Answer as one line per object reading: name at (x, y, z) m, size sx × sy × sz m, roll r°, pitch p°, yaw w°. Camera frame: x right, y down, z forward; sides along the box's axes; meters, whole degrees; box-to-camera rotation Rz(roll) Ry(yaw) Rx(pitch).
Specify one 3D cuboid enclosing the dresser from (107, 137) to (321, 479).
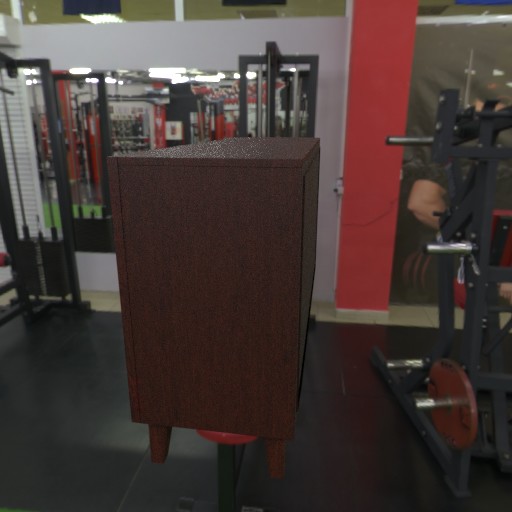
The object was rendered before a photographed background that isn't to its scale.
dresser at (0.000, 0.000, 1.971) m, size 0.499 × 0.971 × 1.609 m, roll 3°, pitch 17°, yaw 9°
